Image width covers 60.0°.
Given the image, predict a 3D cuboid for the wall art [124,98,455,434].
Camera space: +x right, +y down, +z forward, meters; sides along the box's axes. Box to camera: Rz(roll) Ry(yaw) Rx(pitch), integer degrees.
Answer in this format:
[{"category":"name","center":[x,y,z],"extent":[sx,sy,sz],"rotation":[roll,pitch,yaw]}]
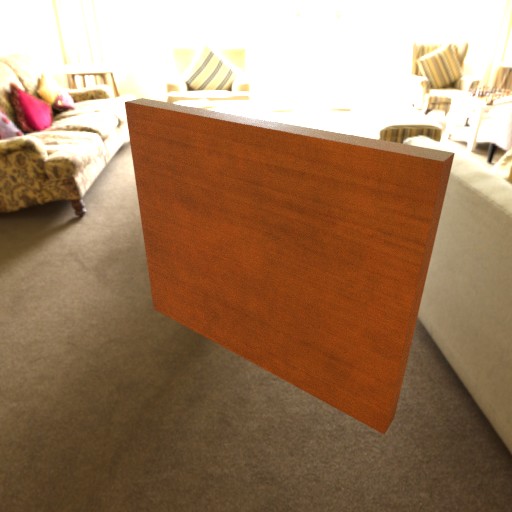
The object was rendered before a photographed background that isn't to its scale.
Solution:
[{"category":"wall art","center":[0.000,0.000,0.552],"extent":[0.401,0.328,0.030],"rotation":[21,36,32]}]
